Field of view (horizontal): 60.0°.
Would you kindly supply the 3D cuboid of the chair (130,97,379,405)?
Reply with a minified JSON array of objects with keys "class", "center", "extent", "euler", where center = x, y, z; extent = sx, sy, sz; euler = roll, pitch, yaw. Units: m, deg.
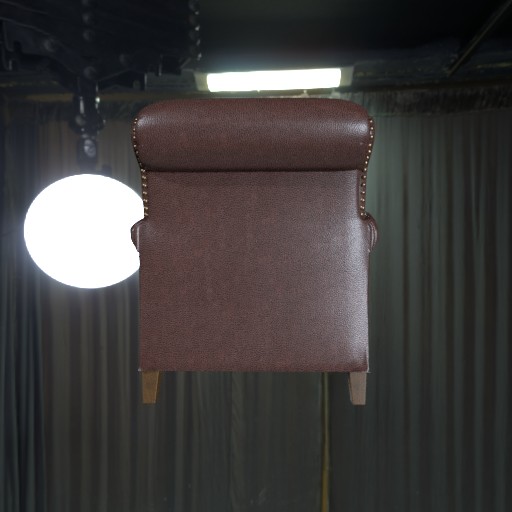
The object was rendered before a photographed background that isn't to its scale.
[{"class":"chair","center":[0.000,0.000,1.653],"extent":[0.854,0.927,0.890],"euler":[0,-1,1]}]
